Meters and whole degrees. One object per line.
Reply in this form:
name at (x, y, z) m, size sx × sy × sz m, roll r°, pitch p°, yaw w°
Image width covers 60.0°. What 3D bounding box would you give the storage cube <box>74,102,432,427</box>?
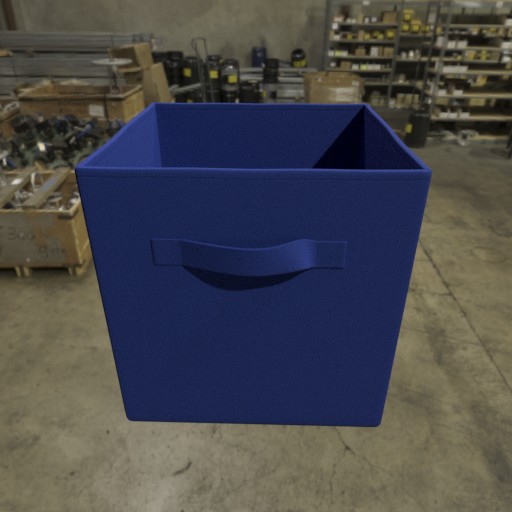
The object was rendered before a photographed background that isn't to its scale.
storage cube at (0.000, 0.000, 0.496) m, size 0.270 × 0.280 × 0.270 m, roll 1°, pitch 30°, yaw 1°
